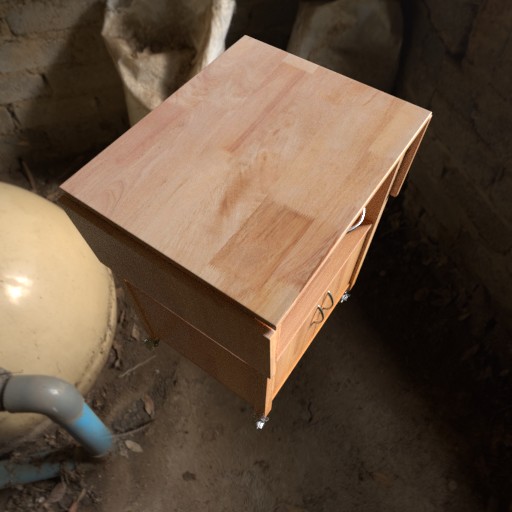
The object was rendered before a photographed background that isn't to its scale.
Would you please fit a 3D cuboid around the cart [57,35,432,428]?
[{"bbox_3d":[0.000,0.000,1.255,0.508,0.838,0.640,31,63,18],"label":"cart"}]
